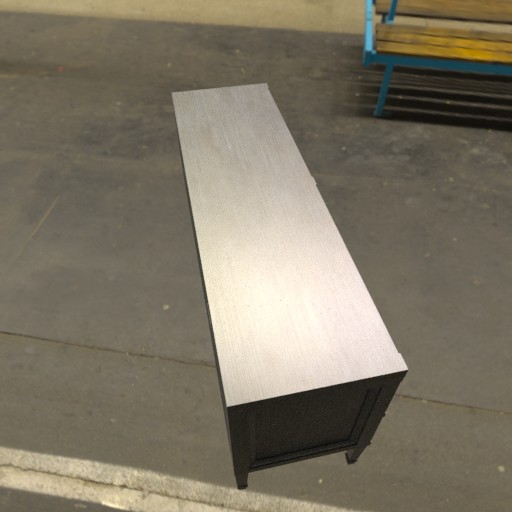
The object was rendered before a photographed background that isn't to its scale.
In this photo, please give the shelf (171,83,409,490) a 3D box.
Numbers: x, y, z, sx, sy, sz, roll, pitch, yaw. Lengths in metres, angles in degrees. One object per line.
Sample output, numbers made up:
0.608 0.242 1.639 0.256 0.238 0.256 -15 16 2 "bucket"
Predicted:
0.000 0.000 1.867 0.479 0.719 1.575 -9 48 -8 "shelf"
